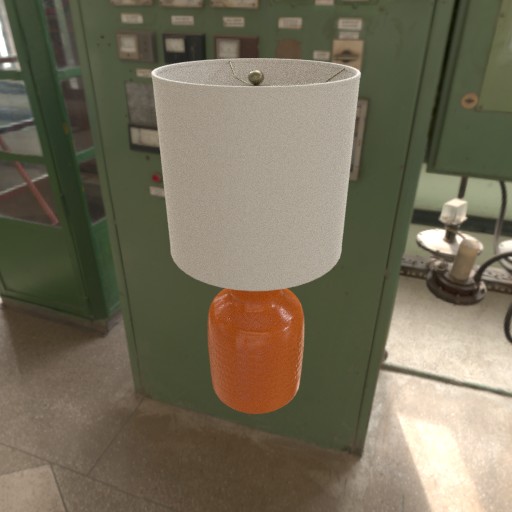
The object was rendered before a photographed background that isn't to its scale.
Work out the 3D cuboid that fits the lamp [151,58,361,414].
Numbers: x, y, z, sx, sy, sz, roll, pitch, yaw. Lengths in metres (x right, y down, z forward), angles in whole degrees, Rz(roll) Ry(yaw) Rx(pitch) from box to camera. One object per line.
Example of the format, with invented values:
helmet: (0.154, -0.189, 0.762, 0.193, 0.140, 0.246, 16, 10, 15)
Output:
lamp: (0.000, 0.000, 1.117, 0.418, 0.871, 0.418, 10, 31, 18)
